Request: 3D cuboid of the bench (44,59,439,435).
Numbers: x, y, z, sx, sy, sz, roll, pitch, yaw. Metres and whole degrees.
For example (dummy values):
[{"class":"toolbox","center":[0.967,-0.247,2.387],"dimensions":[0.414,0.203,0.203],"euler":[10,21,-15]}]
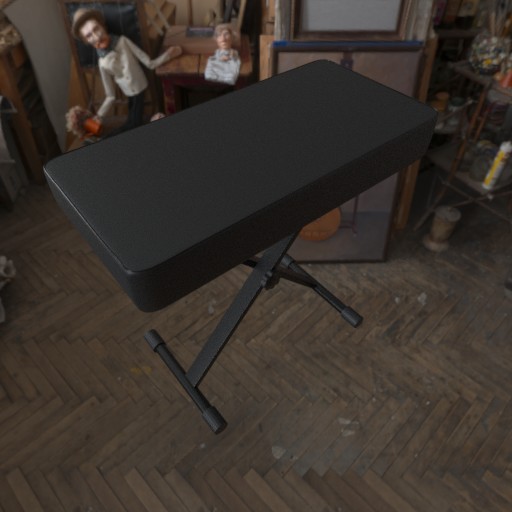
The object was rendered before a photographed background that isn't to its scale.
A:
[{"class":"bench","center":[0.000,0.000,0.914],"dimensions":[0.600,0.561,0.300],"euler":[-30,54,-25]}]
